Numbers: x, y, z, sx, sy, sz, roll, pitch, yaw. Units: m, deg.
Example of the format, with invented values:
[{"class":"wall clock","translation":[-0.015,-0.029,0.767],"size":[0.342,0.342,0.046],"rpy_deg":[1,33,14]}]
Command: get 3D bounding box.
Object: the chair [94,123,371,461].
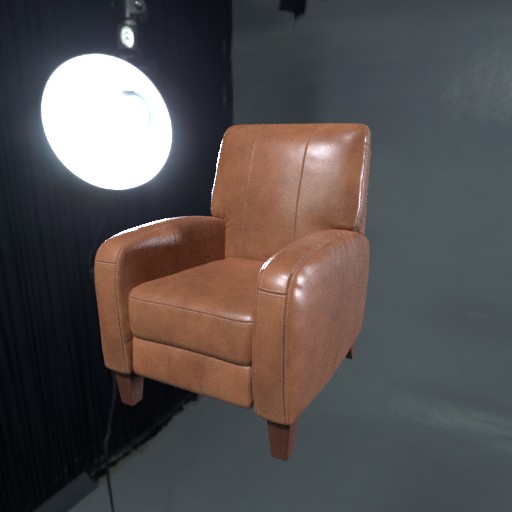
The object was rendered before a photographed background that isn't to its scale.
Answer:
[{"class":"chair","translation":[0.000,0.000,1.710],"size":[0.762,0.990,0.990],"rpy_deg":[8,17,27]}]
